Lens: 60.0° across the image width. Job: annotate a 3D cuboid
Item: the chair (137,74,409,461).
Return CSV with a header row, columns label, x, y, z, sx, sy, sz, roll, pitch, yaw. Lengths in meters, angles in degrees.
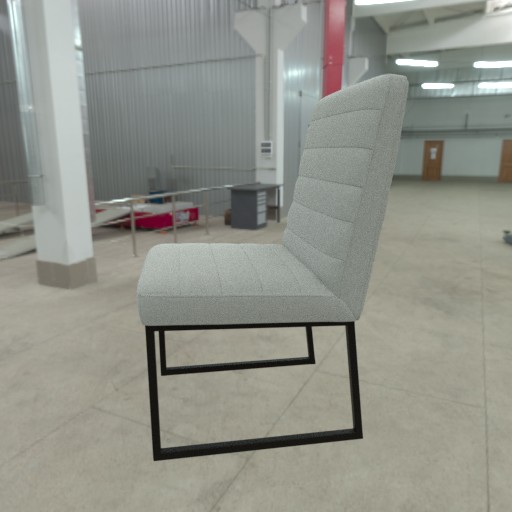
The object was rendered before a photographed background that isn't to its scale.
label,x,y,z,sx,sy,sz,roll,pitch,yaw
chair,0.000,0.000,1.276,0.634,0.930,0.520,-2,13,-9
